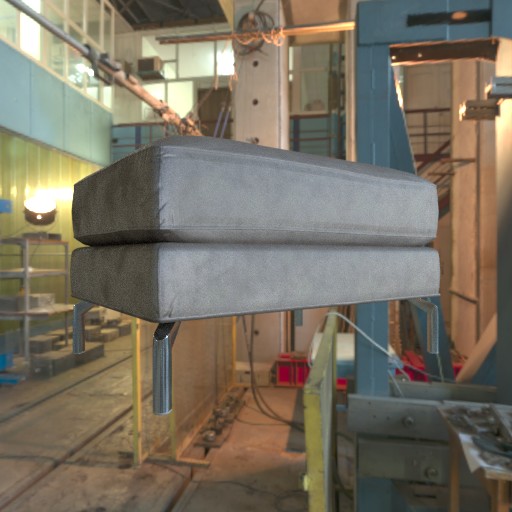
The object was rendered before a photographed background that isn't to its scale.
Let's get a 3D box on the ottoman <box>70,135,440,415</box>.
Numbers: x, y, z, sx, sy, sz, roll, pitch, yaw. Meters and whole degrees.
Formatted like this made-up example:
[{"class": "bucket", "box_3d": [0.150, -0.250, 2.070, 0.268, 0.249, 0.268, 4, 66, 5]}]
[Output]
[{"class": "ottoman", "box_3d": [0.000, 0.000, 1.043, 0.719, 0.456, 0.520, 0, 0, -35]}]
